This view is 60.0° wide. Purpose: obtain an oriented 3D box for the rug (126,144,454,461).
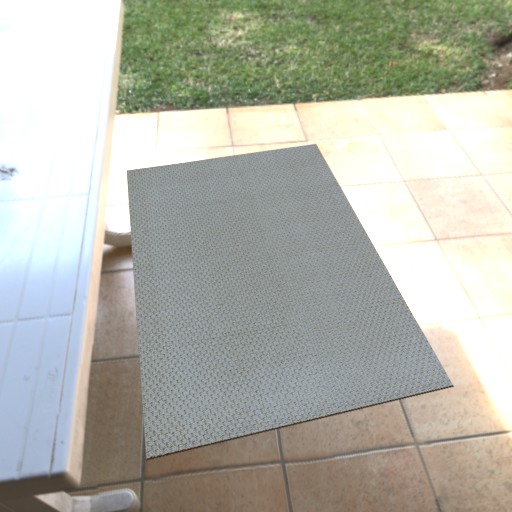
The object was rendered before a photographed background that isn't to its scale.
[{"bbox_3d":[0.000,0.000,2.780,1.509,0.013,2.144,-10,49,-9],"label":"rug"}]
